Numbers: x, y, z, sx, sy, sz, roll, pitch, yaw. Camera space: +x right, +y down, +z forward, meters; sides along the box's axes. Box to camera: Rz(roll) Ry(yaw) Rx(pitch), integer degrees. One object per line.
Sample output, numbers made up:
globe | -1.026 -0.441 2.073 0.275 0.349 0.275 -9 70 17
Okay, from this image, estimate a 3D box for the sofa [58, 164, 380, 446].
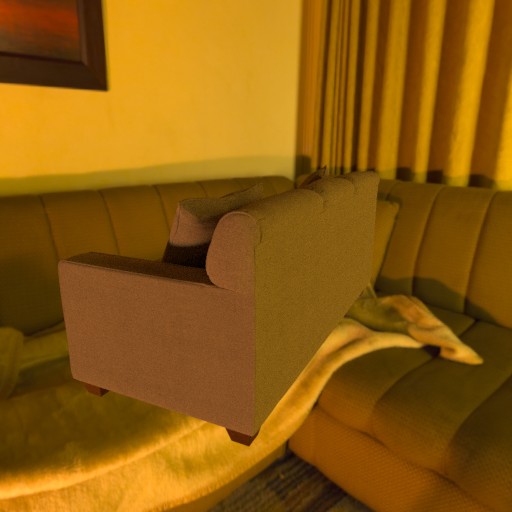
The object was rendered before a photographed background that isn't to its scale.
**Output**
sofa | 0.000 0.000 2.598 0.997 0.958 2.024 7 17 25
